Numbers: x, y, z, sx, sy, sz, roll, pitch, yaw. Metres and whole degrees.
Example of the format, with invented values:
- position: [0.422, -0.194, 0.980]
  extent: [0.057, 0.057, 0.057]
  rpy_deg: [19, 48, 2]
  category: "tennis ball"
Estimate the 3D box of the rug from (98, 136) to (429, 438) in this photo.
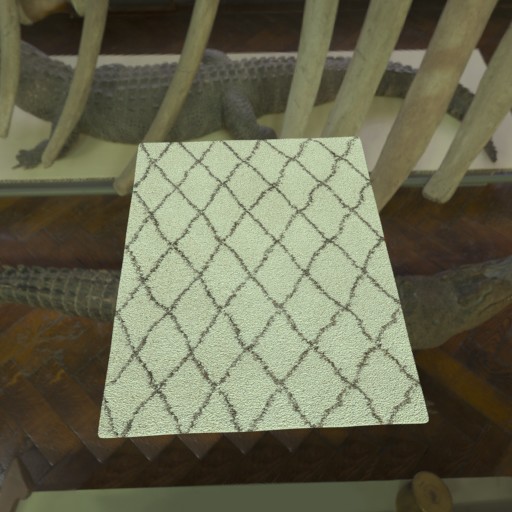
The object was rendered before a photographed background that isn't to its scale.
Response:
- position: [0.000, 0.000, 4.073]
  extent: [2.438, 0.029, 3.047]
  rpy_deg: [-2, 57, -1]
  category: "rug"
